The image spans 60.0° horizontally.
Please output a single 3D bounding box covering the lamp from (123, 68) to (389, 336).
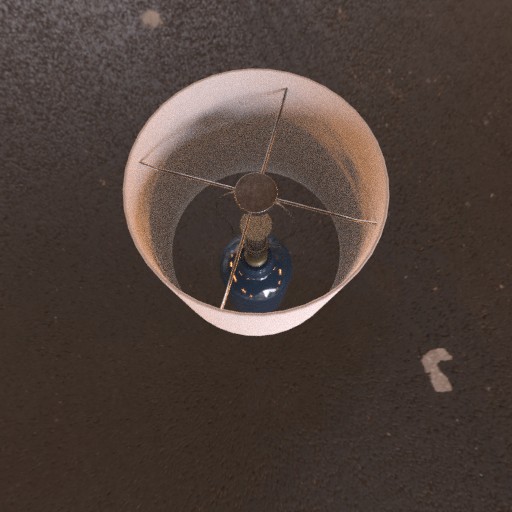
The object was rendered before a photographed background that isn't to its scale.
[{"bbox_3d":[0.000,0.000,0.567,0.207,0.461,0.207,15,76,4],"label":"lamp"}]
